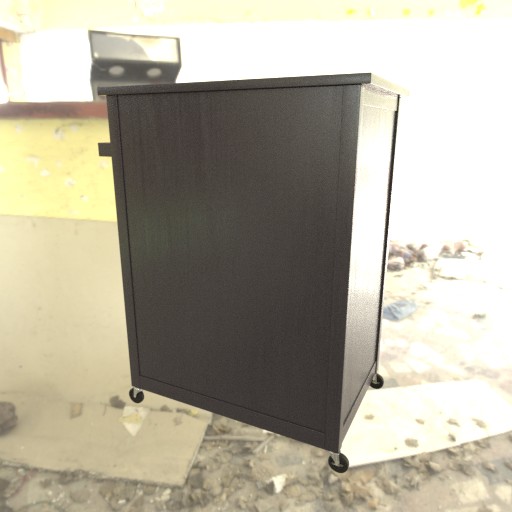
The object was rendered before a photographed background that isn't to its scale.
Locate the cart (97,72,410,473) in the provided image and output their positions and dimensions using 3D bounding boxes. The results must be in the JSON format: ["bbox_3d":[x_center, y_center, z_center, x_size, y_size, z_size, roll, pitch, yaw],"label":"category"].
[{"bbox_3d":[0.000,0.000,1.243,0.690,0.878,0.449,8,18,26],"label":"cart"}]
